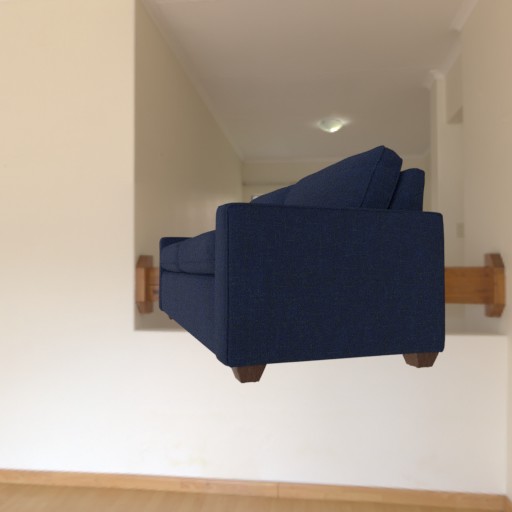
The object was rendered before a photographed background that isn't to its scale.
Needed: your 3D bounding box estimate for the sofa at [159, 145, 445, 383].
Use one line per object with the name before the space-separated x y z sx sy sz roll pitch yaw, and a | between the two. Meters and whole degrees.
sofa | 0.000 0.000 2.570 0.940 0.919 2.080 0 -1 -18
